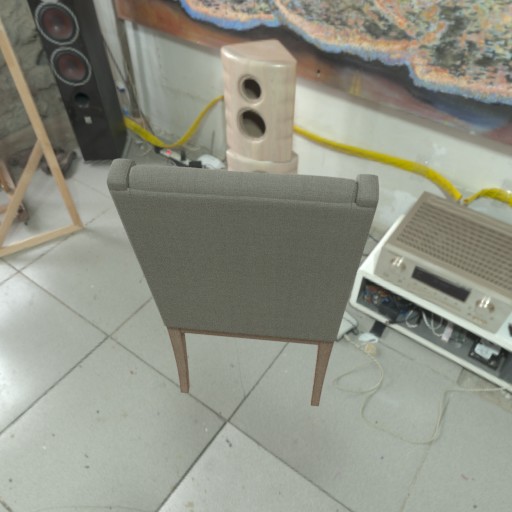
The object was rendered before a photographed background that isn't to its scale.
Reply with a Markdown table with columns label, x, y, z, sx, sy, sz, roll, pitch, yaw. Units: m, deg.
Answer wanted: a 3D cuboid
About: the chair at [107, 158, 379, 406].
| label | x | y | z | sx | sy | sz | roll | pitch | yaw |
| --- | --- | --- | --- | --- | --- | --- | --- | --- | --- |
| chair | 0.000 | 0.000 | 1.400 | 0.575 | 1.021 | 0.611 | 4 | 47 | 4 |
